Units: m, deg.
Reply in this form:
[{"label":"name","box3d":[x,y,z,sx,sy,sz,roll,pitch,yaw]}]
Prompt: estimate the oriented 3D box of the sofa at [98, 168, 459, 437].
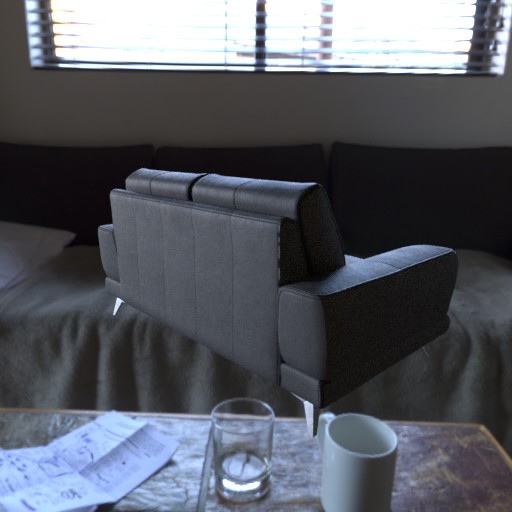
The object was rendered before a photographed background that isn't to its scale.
[{"label":"sofa","box3d":[0.000,0.000,2.406,1.018,0.907,1.806,-13,19,-41]}]
